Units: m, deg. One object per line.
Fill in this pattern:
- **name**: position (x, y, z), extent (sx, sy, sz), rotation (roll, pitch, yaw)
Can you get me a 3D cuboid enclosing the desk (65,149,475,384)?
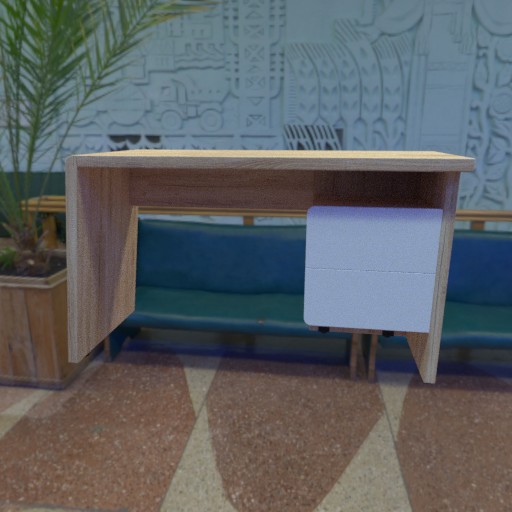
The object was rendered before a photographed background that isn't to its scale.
- **desk**: position (0.000, 0.000, 1.653), extent (1.300, 0.750, 0.500), rotation (2, 16, 8)
